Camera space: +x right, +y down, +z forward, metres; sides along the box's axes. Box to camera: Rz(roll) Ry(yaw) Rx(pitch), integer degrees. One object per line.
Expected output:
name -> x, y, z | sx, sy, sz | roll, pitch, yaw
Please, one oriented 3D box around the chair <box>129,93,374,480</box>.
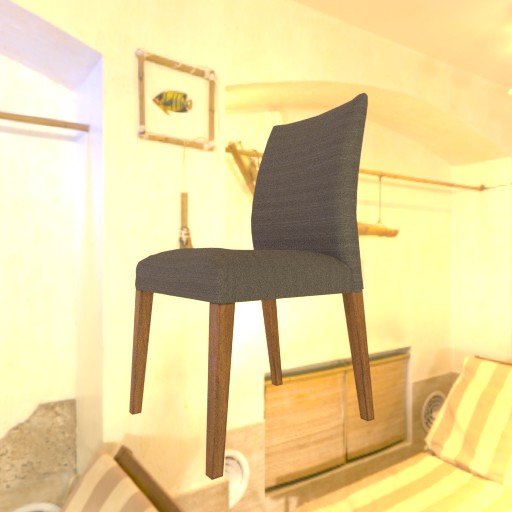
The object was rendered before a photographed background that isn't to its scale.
chair -> 0.000, 0.000, 1.303 | 0.585, 0.940, 0.496 | 0, 0, -36
